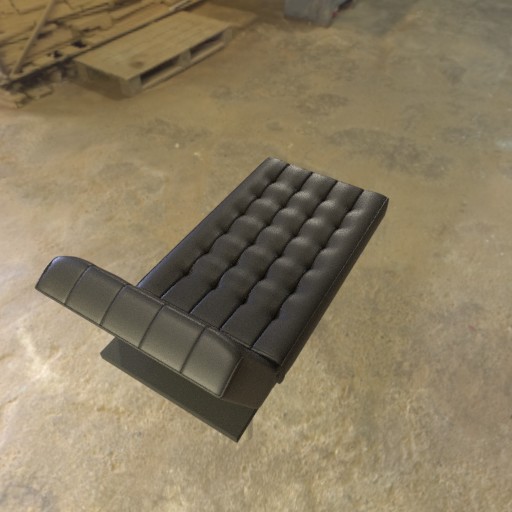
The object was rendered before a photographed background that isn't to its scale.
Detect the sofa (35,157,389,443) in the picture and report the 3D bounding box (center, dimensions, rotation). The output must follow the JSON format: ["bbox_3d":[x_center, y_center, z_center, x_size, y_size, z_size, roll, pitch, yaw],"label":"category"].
[{"bbox_3d":[0.000,0.000,2.014,0.760,0.820,1.560,24,51,21],"label":"sofa"}]
